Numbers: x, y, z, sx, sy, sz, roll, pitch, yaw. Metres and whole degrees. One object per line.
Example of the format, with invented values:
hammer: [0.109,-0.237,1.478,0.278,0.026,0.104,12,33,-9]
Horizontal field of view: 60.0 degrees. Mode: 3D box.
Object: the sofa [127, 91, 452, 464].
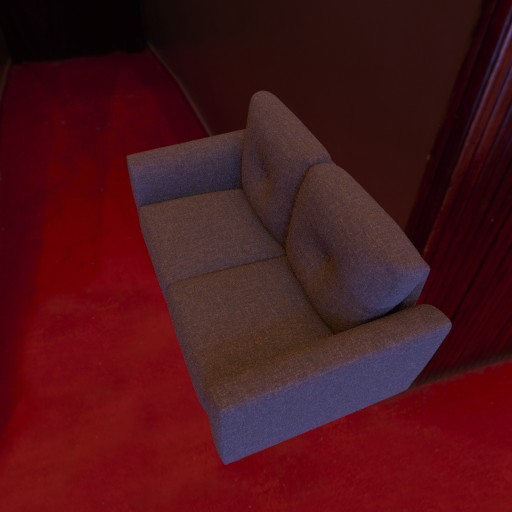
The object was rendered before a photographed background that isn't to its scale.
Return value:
sofa: [0.000,0.000,1.950,0.851,0.885,1.423,-16,48,-15]
